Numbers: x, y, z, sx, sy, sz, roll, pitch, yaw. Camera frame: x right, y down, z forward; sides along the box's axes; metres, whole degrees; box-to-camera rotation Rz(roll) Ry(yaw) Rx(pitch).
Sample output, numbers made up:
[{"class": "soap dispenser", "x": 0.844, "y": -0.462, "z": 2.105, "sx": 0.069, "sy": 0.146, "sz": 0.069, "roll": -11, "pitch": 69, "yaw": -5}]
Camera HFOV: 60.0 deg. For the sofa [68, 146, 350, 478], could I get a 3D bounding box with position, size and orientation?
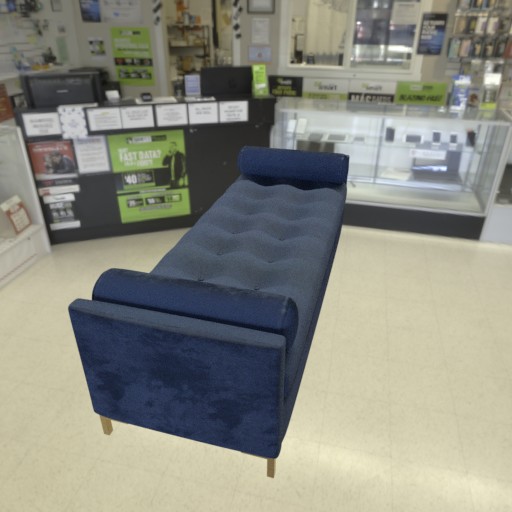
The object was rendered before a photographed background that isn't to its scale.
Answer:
[{"class": "sofa", "x": 0.000, "y": 0.000, "z": 2.450, "sx": 0.796, "sy": 0.705, "sz": 2.102, "roll": 8, "pitch": 31, "yaw": 14}]
